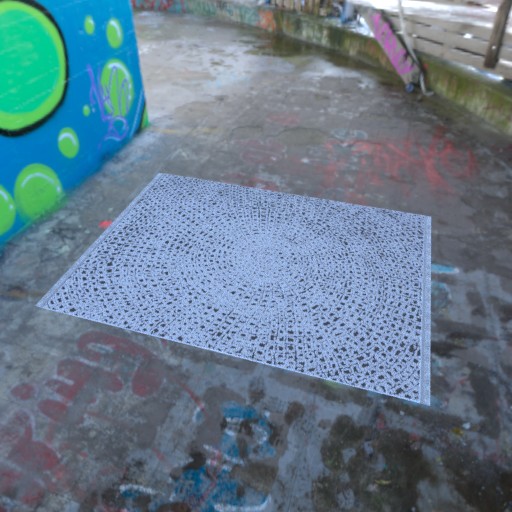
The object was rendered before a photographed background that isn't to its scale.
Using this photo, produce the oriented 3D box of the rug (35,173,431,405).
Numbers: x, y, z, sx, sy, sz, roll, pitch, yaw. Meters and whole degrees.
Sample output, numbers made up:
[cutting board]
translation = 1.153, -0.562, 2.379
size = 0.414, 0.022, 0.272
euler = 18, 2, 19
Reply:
[rug]
translation = 0.000, 0.000, 2.165
size = 1.634, 0.003, 1.190
euler = 11, 42, 13
